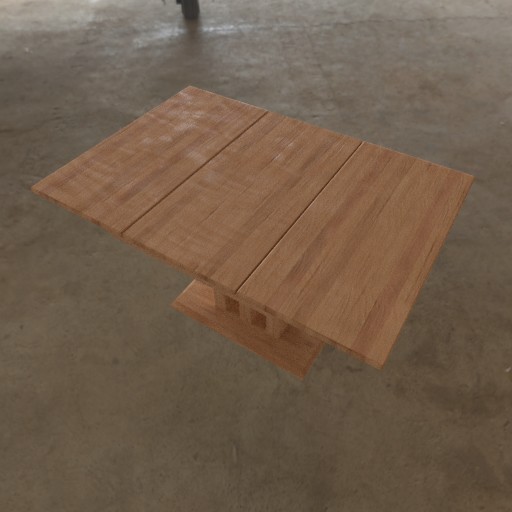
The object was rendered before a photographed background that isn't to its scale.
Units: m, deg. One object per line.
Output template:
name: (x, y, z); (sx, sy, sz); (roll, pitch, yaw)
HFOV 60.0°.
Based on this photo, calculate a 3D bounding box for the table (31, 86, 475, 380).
table: (0.000, 0.000, 1.850); (1.300, 0.770, 0.900); (25, 52, 21)
